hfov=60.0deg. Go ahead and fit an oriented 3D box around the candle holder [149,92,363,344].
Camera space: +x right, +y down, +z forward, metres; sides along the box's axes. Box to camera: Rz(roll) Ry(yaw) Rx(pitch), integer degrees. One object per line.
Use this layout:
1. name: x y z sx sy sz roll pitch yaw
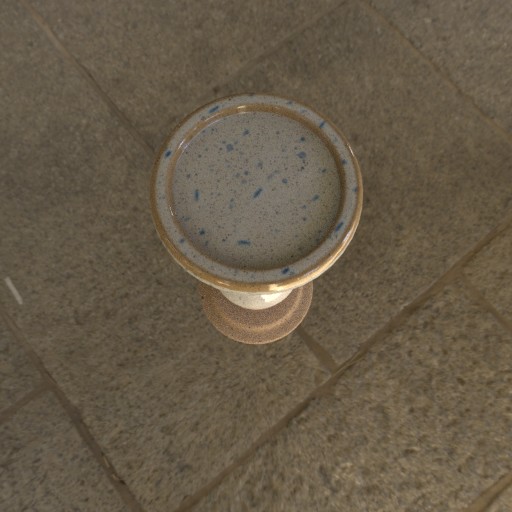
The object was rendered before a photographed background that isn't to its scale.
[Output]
1. candle holder: 0.000 0.000 0.251 0.088 0.203 0.088 0 76 0
